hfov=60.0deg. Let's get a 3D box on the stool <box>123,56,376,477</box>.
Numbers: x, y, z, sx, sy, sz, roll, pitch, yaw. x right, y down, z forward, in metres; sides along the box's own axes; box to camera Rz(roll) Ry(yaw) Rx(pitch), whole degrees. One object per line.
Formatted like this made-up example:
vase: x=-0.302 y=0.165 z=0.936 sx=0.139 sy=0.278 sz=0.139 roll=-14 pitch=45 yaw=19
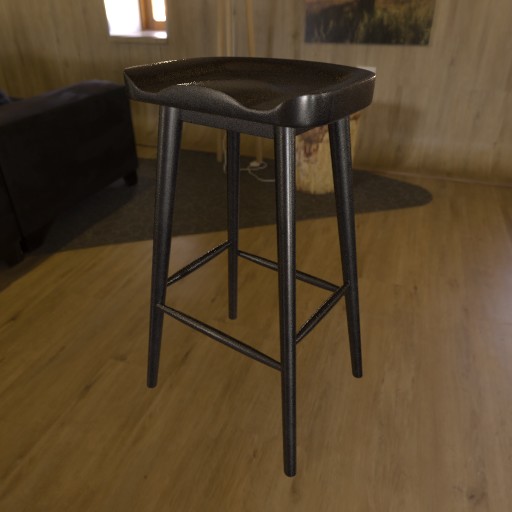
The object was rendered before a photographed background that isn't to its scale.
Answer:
stool: x=0.000 y=0.000 z=0.955 sx=0.440 sy=0.749 sz=0.361 roll=20 pitch=36 yaw=30
